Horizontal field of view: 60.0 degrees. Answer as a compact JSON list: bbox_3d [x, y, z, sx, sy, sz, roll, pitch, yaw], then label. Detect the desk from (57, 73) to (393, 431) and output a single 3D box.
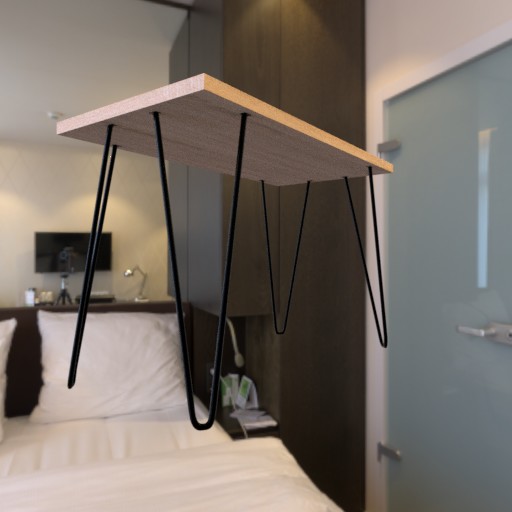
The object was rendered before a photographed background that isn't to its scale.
[{"bbox_3d":[0.000,0.000,1.350,0.499,0.660,0.991,0,0,37],"label":"desk"}]
